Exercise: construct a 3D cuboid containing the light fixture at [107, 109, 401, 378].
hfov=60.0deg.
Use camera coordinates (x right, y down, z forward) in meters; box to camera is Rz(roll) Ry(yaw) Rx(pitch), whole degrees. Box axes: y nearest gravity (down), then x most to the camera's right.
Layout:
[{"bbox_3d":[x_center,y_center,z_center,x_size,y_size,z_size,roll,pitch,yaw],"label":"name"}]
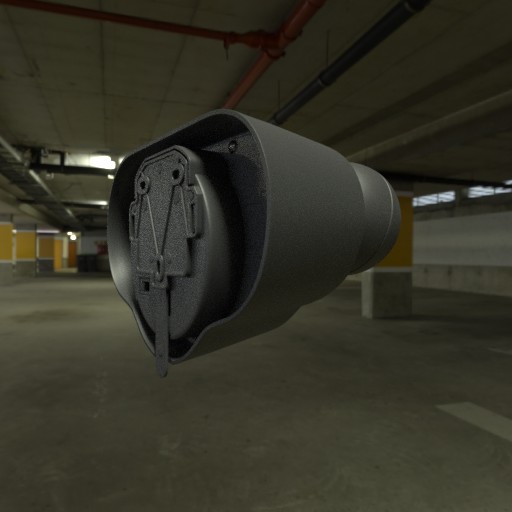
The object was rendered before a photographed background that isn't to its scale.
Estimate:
[{"bbox_3d":[0.000,0.000,0.337,0.159,0.159,0.229,0,0,-36],"label":"light fixture"}]
